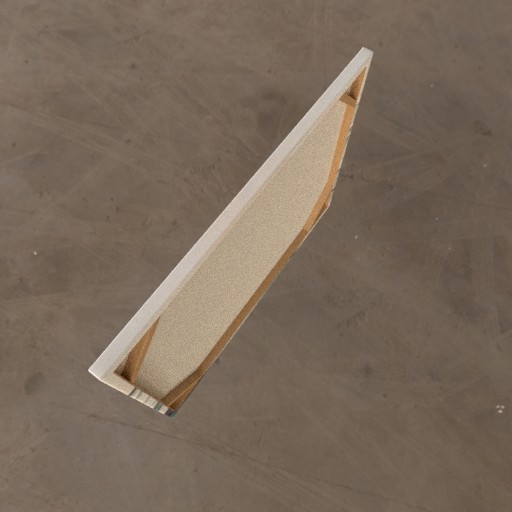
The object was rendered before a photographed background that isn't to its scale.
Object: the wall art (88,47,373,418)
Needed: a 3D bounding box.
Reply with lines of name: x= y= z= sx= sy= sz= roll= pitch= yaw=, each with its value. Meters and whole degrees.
wall art: x=0.000 y=0.000 z=1.584 sx=0.039 sy=0.915 sz=1.219 roll=33 pitch=69 yaw=14
